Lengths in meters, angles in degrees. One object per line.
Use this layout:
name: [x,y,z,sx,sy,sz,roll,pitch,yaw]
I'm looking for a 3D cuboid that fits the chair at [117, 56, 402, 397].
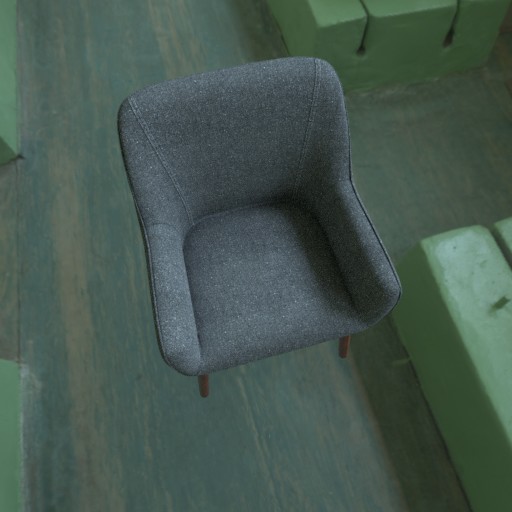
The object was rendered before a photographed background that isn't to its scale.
chair: [0.000,0.000,1.174,0.543,0.803,0.519,-14,64,-7]
